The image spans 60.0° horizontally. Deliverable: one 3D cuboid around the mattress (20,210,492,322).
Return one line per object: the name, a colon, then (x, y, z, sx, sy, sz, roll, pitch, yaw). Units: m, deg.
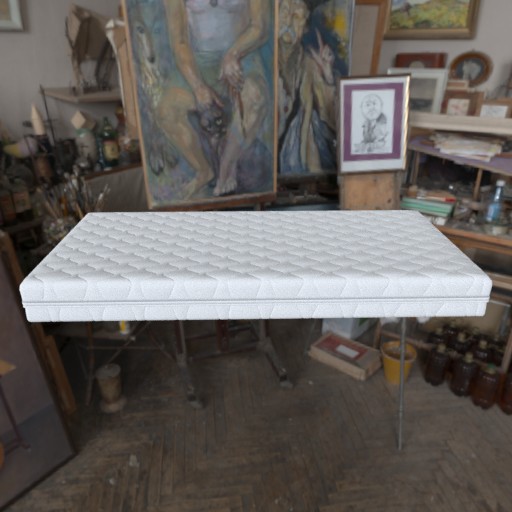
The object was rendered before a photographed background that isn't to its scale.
mattress: (0.000, 0.000, 2.293, 2.000, 0.200, 0.900, -1, 25, -1)
